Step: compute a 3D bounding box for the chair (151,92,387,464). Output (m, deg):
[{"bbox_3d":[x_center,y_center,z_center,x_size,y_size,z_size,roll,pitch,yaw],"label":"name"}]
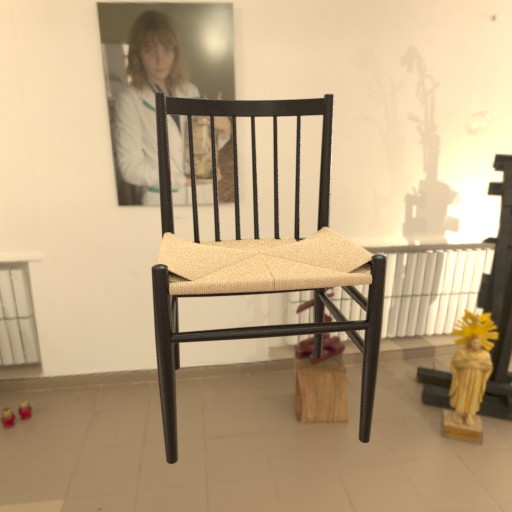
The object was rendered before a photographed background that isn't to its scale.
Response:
[{"bbox_3d":[0.000,0.000,1.153,0.495,0.818,0.516,-2,17,-8],"label":"chair"}]
